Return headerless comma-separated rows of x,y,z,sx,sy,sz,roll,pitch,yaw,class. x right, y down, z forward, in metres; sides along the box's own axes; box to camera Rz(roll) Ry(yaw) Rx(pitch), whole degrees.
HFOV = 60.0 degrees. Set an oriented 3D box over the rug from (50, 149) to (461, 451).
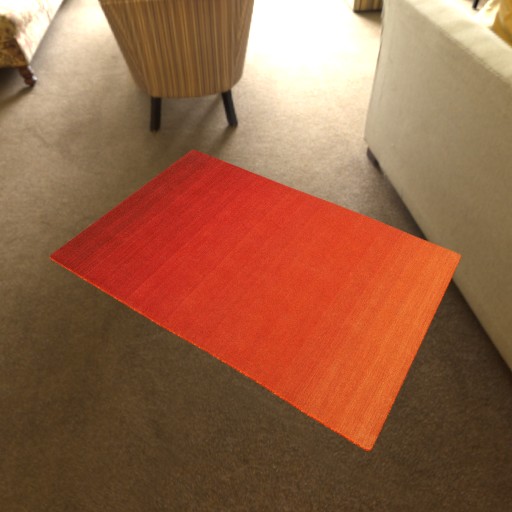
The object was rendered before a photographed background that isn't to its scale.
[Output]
0.000,0.000,2.364,1.835,0.018,1.230,26,52,22,rug
